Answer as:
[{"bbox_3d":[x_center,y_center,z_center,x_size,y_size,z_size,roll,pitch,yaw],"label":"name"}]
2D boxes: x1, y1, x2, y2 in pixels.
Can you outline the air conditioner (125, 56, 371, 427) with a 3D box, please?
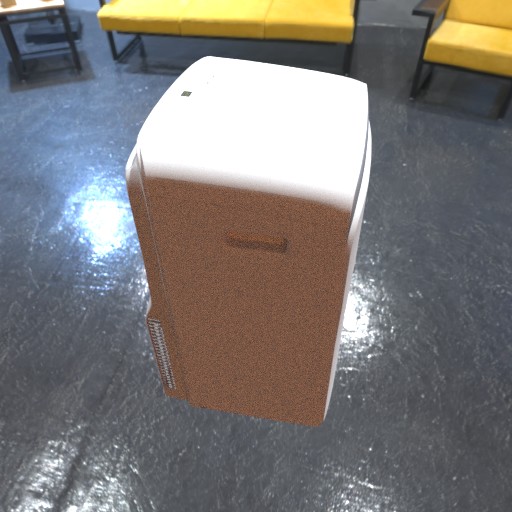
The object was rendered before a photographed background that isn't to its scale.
[{"bbox_3d":[0.000,0.000,1.040,0.467,0.765,0.478,9,46,9],"label":"air conditioner"}]
